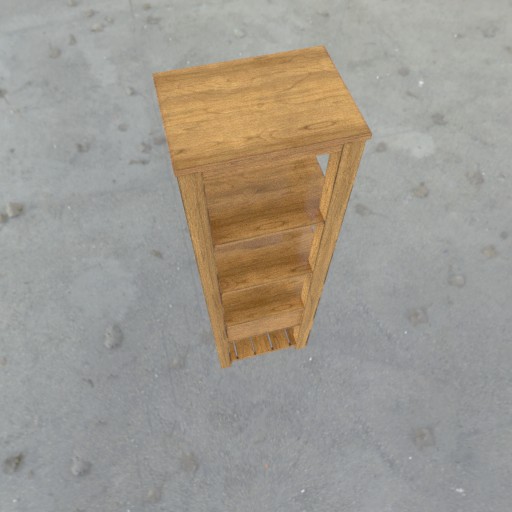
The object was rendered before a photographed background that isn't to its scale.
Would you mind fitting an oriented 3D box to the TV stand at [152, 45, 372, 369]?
[{"bbox_3d":[0.000,0.000,2.102,0.565,1.828,0.435,-13,60,-7],"label":"TV stand"}]
